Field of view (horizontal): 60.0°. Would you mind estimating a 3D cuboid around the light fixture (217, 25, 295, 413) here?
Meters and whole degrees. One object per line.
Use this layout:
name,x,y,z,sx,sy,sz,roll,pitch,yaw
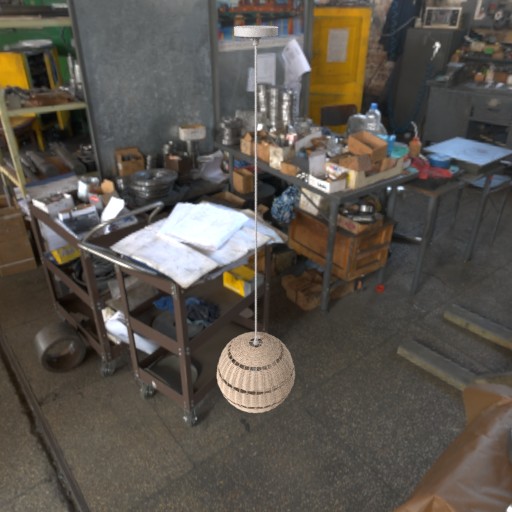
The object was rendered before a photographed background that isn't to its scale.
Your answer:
light fixture,0.000,0.000,2.196,0.457,2.019,0.457,9,32,15
